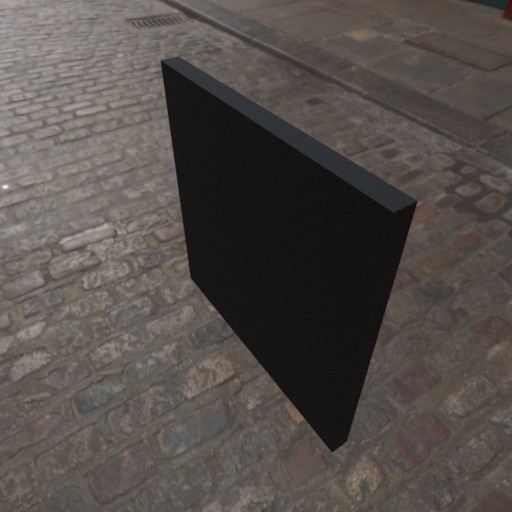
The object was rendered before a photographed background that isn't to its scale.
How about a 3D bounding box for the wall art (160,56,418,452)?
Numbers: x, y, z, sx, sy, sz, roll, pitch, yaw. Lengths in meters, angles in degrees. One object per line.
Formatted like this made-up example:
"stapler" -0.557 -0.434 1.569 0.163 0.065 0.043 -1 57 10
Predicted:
"wall art" 0.000 0.000 0.679 0.030 0.458 0.462 -24 47 -25
